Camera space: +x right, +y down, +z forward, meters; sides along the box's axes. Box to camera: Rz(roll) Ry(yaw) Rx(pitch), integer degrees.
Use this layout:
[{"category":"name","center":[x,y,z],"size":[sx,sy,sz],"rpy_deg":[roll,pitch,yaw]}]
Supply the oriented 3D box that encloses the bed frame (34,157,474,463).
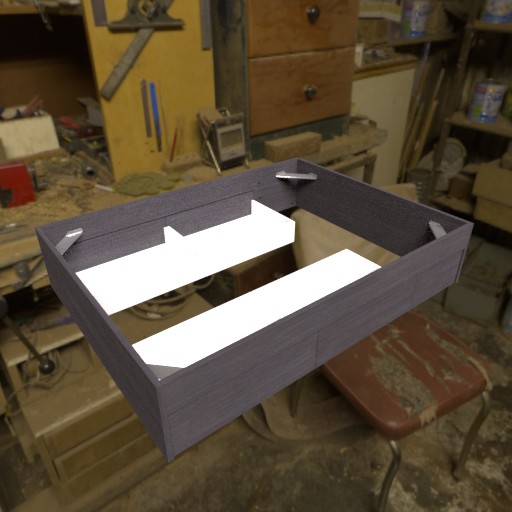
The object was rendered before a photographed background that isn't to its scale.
[{"category":"bed frame","center":[0.000,0.000,2.545],"size":[1.944,0.459,1.448],"rpy_deg":[-22,37,-32]}]
